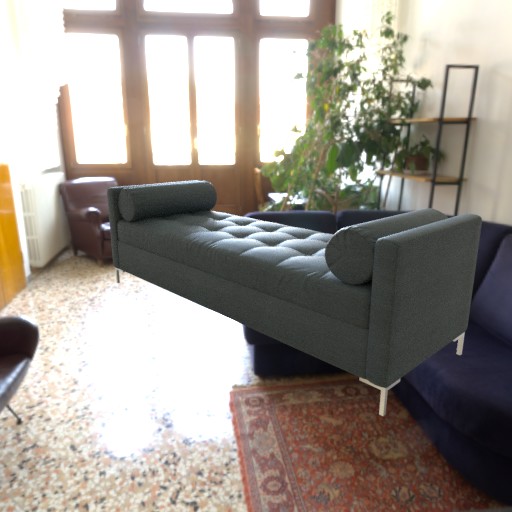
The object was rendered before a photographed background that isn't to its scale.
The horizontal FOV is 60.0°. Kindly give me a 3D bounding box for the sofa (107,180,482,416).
[{"bbox_3d":[0.000,0.000,2.352,0.686,0.635,1.981,-14,21,-42],"label":"sofa"}]
